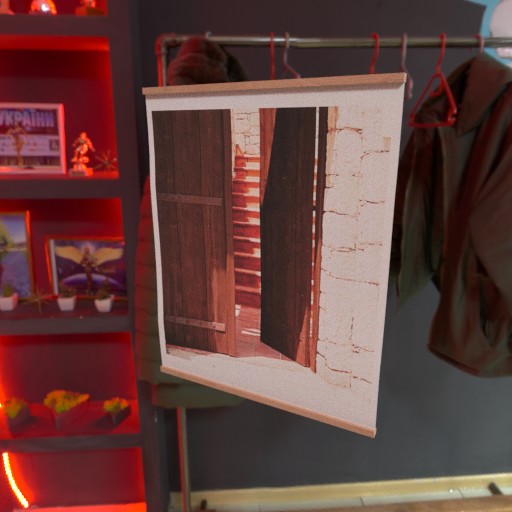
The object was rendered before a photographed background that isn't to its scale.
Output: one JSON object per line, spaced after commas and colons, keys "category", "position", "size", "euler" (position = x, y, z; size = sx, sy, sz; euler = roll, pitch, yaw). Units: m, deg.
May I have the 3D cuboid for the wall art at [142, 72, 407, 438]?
{"category": "wall art", "position": [0.000, 0.000, 0.691], "size": [0.406, 0.508, 0.013], "euler": [8, 18, 27]}
